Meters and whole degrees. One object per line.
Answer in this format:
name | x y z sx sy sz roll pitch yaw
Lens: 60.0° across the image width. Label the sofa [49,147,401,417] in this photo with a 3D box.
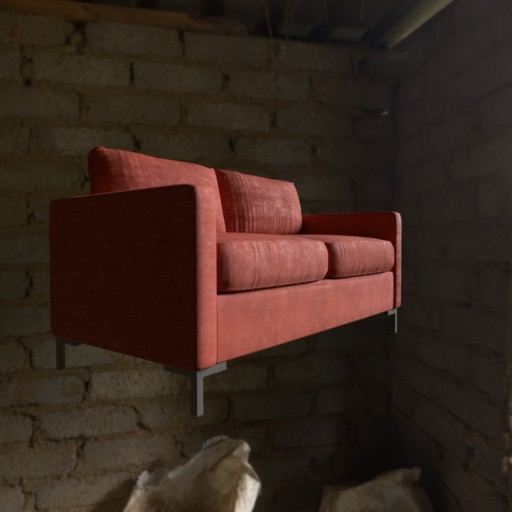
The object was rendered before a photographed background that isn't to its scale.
sofa | 0.000 0.000 2.088 0.864 0.896 1.574 1 1 38
